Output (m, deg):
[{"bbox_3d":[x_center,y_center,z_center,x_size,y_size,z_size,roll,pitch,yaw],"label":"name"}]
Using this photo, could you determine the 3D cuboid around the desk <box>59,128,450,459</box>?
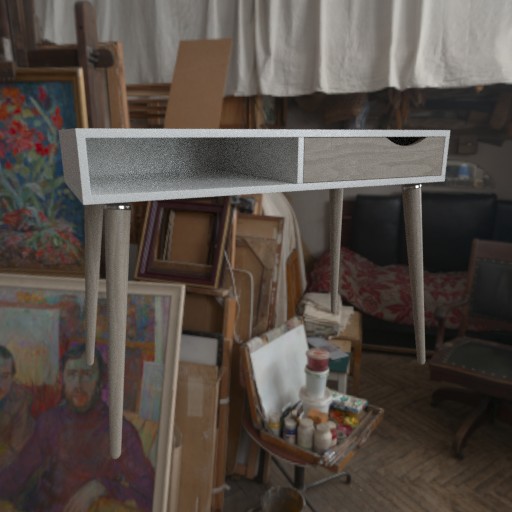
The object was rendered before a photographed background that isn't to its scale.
[{"bbox_3d":[0.000,0.000,1.324,0.979,0.723,0.491,-8,17,-26],"label":"desk"}]
